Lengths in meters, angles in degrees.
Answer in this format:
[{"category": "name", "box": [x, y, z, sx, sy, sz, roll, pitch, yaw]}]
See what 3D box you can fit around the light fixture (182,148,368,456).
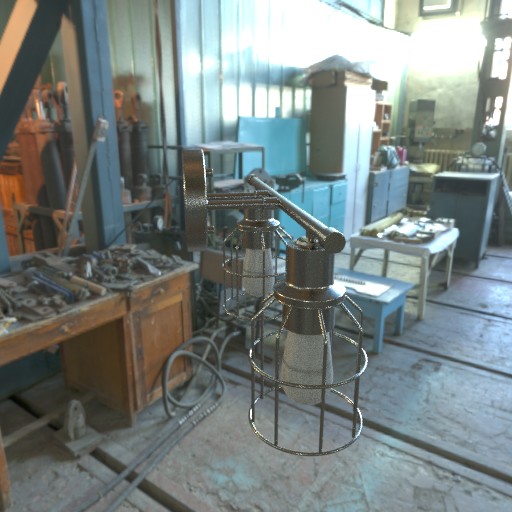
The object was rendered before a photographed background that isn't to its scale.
[{"category": "light fixture", "box": [0.000, 0.000, 0.537, 0.165, 0.254, 0.406, -3, 17, -9]}]
